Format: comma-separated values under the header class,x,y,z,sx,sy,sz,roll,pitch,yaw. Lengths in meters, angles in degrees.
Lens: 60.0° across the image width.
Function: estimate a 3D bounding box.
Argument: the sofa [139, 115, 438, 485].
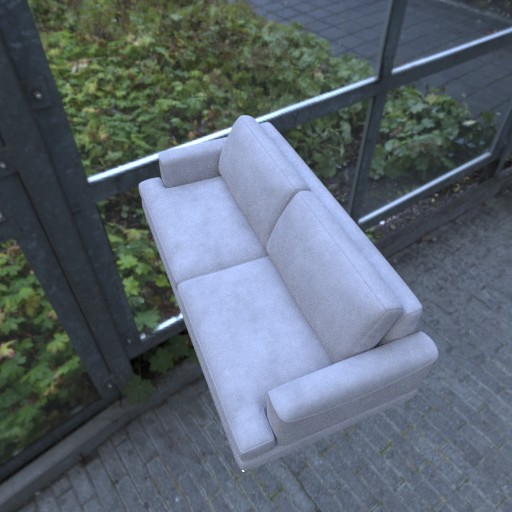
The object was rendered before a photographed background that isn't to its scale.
class,x,y,z,sx,sy,sz,roll,pitch,yaw
sofa,0.000,0.000,2.556,0.980,0.830,2.013,-17,49,-15
